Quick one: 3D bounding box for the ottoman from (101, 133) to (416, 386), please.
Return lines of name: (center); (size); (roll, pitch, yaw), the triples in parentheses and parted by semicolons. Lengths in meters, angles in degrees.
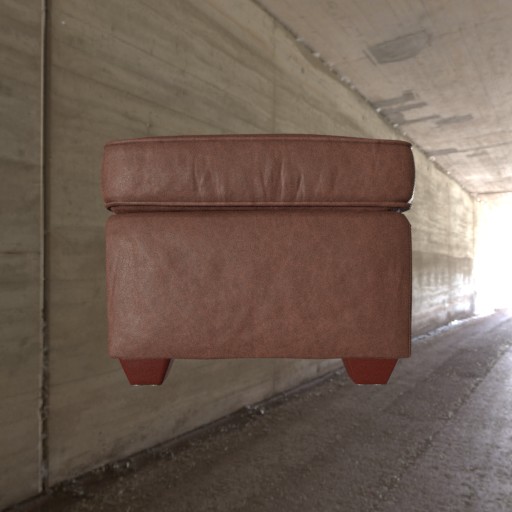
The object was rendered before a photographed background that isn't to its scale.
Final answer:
ottoman: (0.000, 0.000, 1.082); (0.548, 0.449, 0.749); (0, -1, -1)
